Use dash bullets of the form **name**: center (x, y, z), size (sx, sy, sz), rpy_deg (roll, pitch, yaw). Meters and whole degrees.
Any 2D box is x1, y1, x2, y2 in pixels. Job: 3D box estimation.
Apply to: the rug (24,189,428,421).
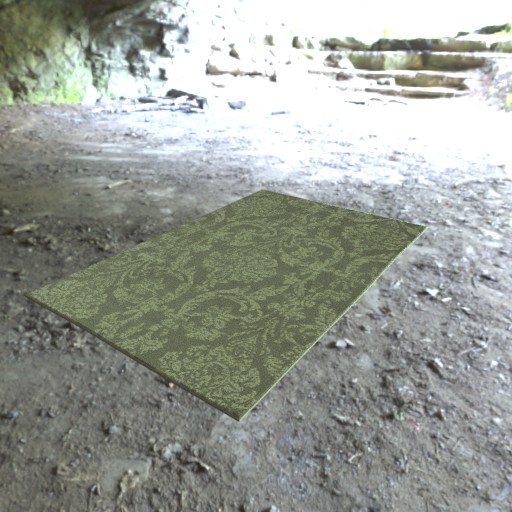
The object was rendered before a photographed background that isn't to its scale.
- **rug**: center (0.000, 0.000, 2.292), size (1.206, 0.012, 1.824), rpy_deg (18, 32, 32)
